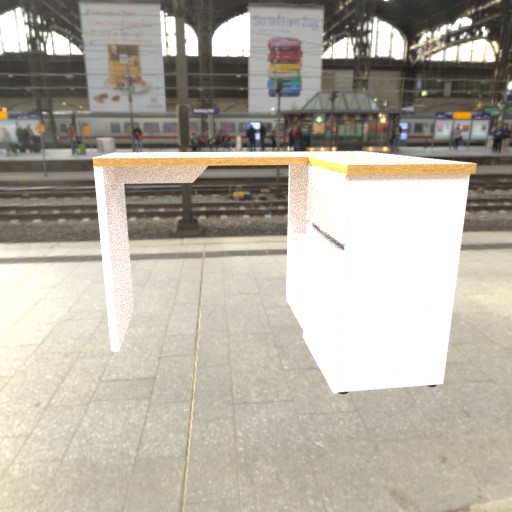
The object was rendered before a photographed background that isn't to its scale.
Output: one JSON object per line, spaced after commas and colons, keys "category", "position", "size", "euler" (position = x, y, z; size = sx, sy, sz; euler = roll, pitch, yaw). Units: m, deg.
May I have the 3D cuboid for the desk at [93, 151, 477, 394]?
{"category": "desk", "position": [0.000, 0.000, 1.740], "size": [1.170, 0.760, 0.900], "euler": [-2, 16, -8]}
